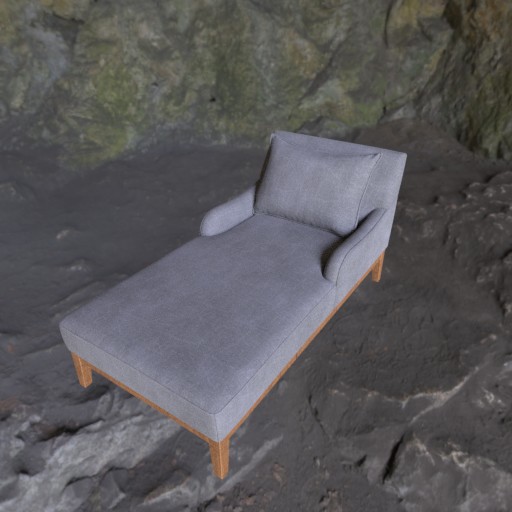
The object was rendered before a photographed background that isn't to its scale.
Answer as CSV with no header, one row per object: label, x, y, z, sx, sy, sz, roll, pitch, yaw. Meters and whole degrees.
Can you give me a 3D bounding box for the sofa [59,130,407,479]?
sofa,0.000,0.000,2.296,0.894,0.859,1.779,19,36,29
